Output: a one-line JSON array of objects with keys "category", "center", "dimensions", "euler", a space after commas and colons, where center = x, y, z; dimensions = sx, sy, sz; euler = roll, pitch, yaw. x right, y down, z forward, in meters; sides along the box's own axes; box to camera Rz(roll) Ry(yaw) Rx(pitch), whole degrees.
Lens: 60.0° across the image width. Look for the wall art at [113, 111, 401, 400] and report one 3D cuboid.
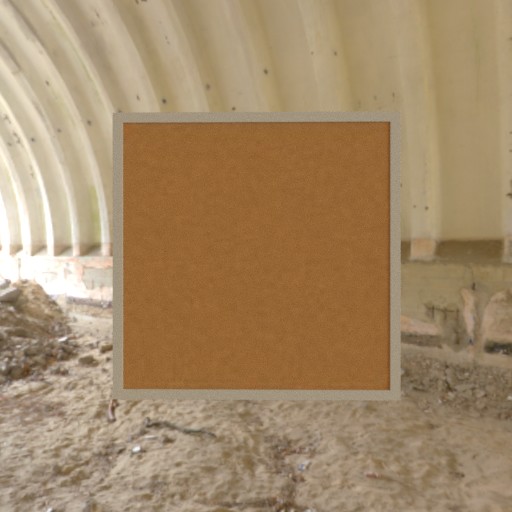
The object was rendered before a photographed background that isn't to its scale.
[{"category": "wall art", "center": [0.000, 0.000, 0.710], "dimensions": [0.457, 0.457, 0.012], "euler": [0, 0, 1]}]
